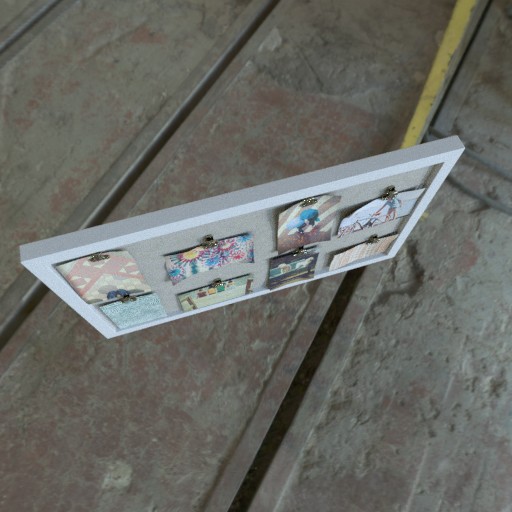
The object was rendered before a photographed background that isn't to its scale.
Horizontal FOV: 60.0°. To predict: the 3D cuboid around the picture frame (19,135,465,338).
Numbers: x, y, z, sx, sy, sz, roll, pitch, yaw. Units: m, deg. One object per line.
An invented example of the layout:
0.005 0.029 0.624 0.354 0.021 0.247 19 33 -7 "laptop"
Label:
0.000 0.000 0.791 0.647 0.379 0.044 -15 65 -7 "picture frame"
